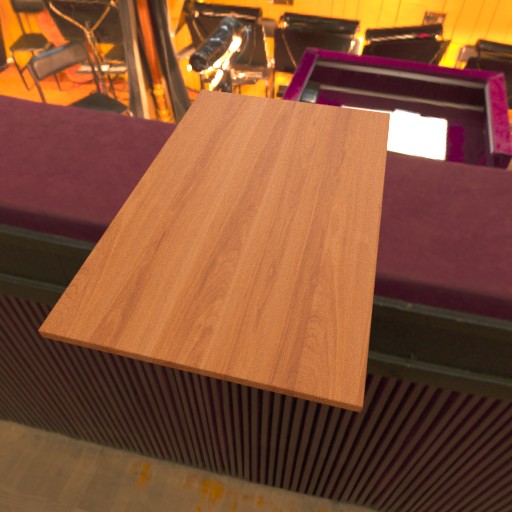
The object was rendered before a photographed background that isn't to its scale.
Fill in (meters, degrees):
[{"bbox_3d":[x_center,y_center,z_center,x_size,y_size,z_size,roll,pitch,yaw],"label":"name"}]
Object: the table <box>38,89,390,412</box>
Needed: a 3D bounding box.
[{"bbox_3d":[0.000,0.000,1.451,0.700,0.510,1.100,11,49,9],"label":"table"}]
